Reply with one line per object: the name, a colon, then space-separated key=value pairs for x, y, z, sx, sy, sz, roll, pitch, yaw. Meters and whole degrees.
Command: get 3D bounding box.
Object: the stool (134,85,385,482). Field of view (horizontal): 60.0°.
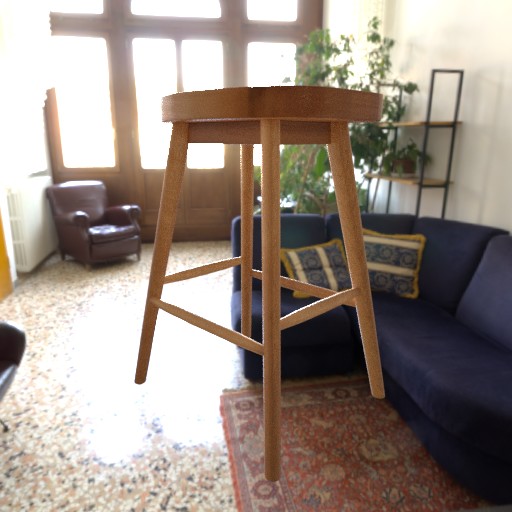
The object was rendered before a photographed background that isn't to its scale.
stool: x=0.000 y=0.000 z=0.905 sx=0.361 sy=0.615 sz=0.440 roll=-14 pitch=21 yaw=-43
